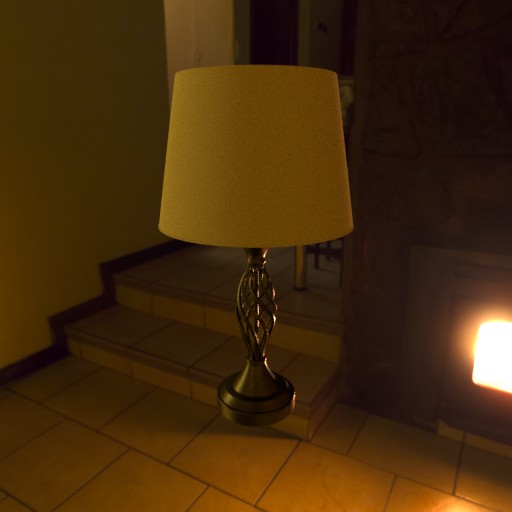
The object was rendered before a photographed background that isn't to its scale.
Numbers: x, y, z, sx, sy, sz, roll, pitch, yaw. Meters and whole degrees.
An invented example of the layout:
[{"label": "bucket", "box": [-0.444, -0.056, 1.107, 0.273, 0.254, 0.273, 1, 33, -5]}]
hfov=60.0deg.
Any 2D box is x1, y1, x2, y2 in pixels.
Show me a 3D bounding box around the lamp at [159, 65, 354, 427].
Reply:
[{"label": "lamp", "box": [0.000, 0.000, 0.784, 0.331, 0.594, 0.331, 0, 16, 0]}]
